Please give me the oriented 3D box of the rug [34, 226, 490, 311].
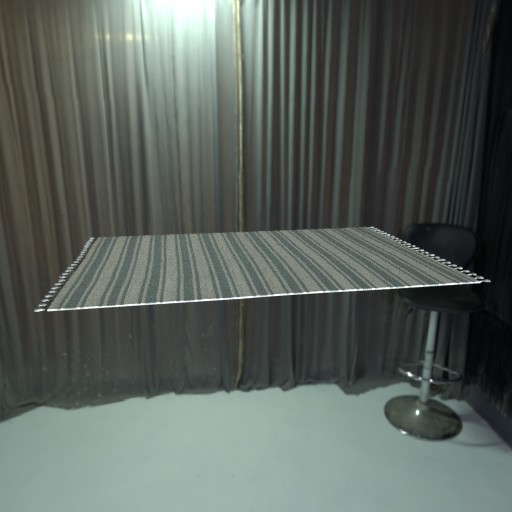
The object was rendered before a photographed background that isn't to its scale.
[{"bbox_3d":[0.000,0.000,3.008,2.410,0.011,1.539,-3,16,-10],"label":"rug"}]
